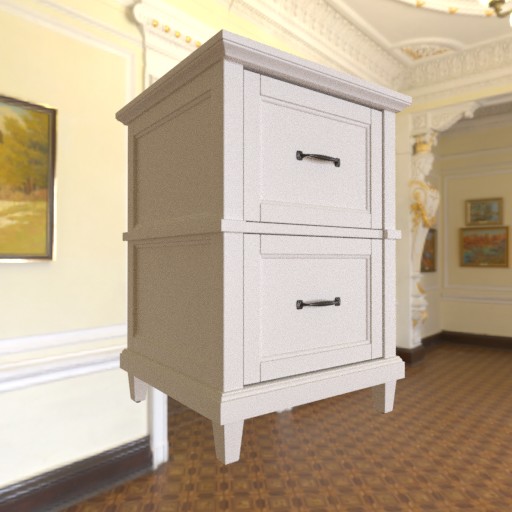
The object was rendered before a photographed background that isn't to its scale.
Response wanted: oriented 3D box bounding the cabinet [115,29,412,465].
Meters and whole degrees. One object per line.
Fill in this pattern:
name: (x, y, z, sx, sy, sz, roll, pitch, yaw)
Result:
cabinet: (0.000, 0.000, 1.138, 0.544, 0.775, 0.547, 0, -1, -36)
